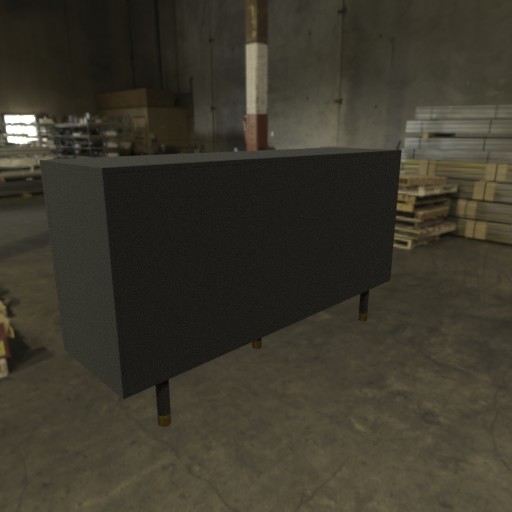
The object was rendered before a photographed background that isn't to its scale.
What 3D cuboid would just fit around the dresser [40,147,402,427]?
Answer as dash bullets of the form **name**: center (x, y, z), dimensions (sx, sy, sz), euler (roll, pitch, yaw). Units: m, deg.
- **dresser**: center (0.000, 0.000, 1.937), dimensions (1.558, 0.872, 0.463), euler (-15, 22, -42)
